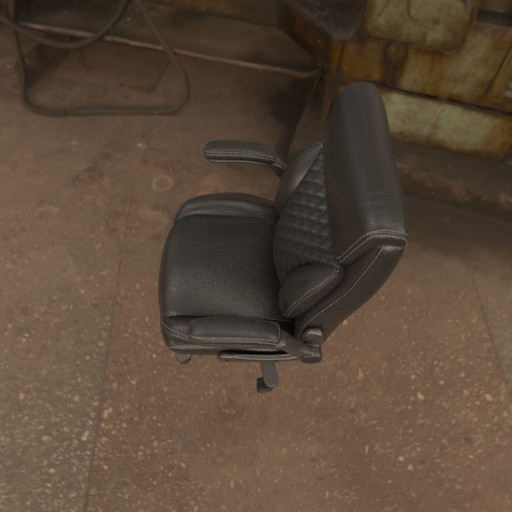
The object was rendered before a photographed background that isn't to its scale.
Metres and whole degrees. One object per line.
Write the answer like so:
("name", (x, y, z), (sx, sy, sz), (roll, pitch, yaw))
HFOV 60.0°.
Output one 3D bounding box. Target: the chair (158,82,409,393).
("chair", (0.000, 0.000, 1.585), (0.724, 1.110, 0.782), (0, 59, 0))
